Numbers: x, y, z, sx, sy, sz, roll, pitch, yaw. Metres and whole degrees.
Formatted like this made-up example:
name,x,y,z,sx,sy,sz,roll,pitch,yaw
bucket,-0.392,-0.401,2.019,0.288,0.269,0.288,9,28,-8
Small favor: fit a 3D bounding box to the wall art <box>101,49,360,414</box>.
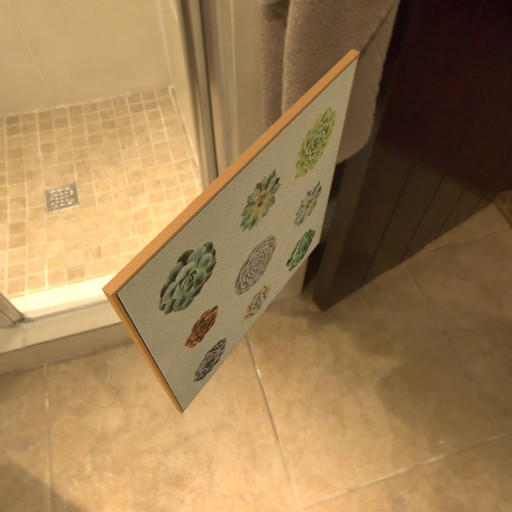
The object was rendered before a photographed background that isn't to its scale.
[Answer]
name,x,y,z,sx,sy,sz,roll,pitch,yaw
wall art,0.000,0.000,0.691,0.013,0.455,0.457,32,63,19
